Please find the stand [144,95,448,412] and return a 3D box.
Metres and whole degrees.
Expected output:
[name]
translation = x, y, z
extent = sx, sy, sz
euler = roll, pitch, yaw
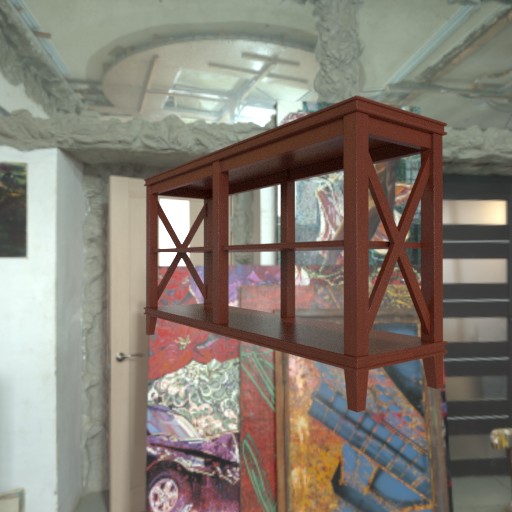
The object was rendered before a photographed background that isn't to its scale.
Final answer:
[stand]
translation = 0.000, 0.000, 1.725
extent = 0.381, 0.762, 1.372
euler = 0, 0, -35
